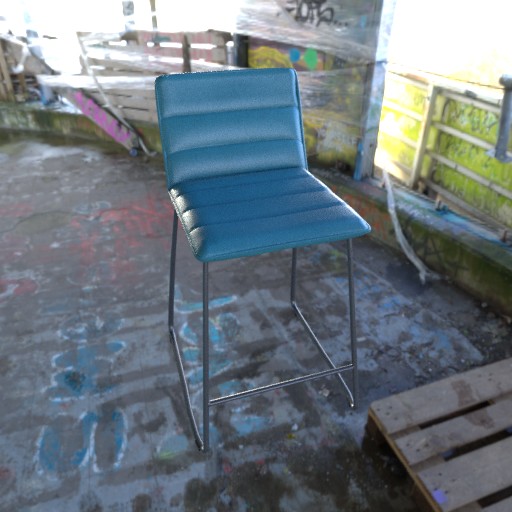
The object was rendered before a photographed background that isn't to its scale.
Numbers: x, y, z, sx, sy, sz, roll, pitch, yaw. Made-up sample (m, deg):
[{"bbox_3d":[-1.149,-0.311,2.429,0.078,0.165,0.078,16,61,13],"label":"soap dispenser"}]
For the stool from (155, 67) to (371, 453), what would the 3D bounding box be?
[{"bbox_3d":[0.000,0.000,1.201,0.489,0.866,0.524,-10,34,-15],"label":"stool"}]
